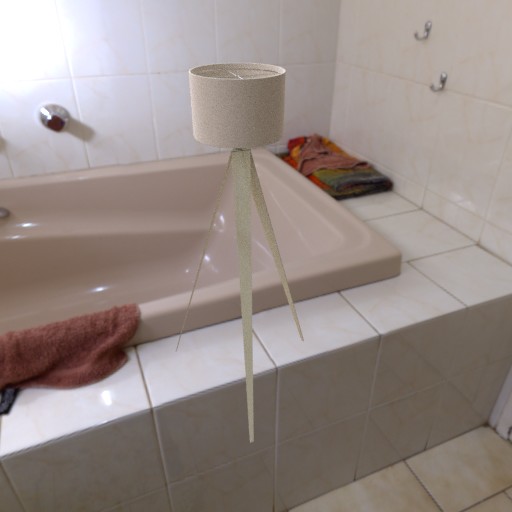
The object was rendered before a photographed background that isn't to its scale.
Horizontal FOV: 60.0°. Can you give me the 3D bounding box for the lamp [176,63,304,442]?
[{"bbox_3d":[0.000,0.000,1.962,0.724,1.524,0.716,-11,33,-17],"label":"lamp"}]
